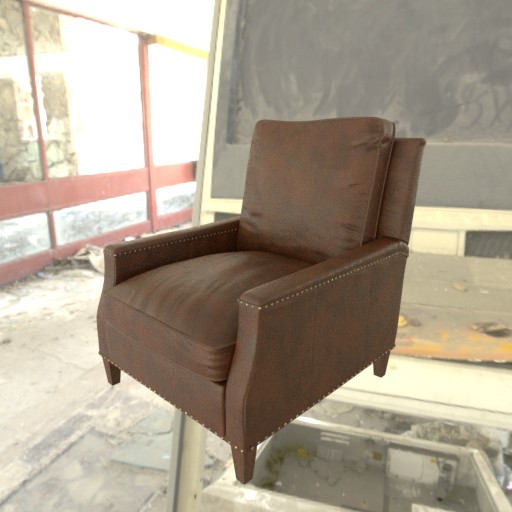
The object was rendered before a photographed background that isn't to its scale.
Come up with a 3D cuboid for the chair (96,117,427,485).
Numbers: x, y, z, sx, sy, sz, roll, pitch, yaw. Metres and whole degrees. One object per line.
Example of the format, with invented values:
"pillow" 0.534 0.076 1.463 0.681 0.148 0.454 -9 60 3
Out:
"chair" 0.000 0.000 1.749 0.854 1.054 1.035 14 21 42
